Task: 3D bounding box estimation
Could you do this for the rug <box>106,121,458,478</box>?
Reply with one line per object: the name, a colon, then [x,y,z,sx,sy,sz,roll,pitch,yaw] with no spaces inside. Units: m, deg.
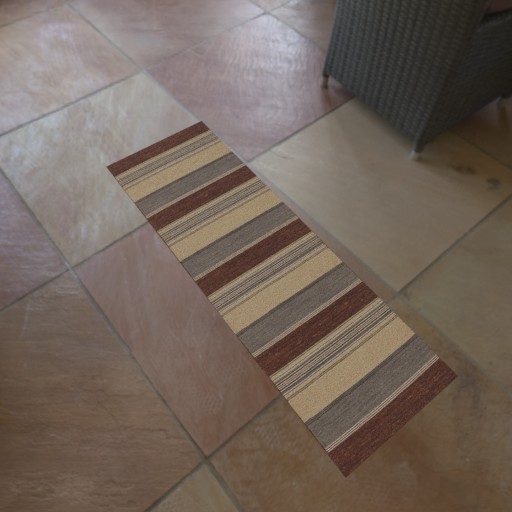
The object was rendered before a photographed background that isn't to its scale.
rug: [0.000,0.000,2.695,0.792,0.006,2.437,-32,63,-19]
